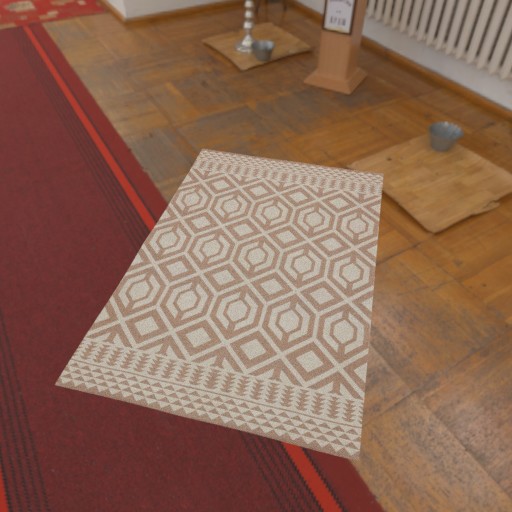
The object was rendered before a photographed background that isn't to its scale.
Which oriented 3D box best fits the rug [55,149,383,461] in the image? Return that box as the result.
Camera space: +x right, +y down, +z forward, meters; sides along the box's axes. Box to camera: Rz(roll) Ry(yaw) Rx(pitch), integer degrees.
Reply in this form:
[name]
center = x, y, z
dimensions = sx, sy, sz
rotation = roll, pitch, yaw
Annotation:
[rug]
center = 0.000, 0.000, 2.314
dimensions = 1.219, 0.008, 1.829
rotation = 10, 46, 10
